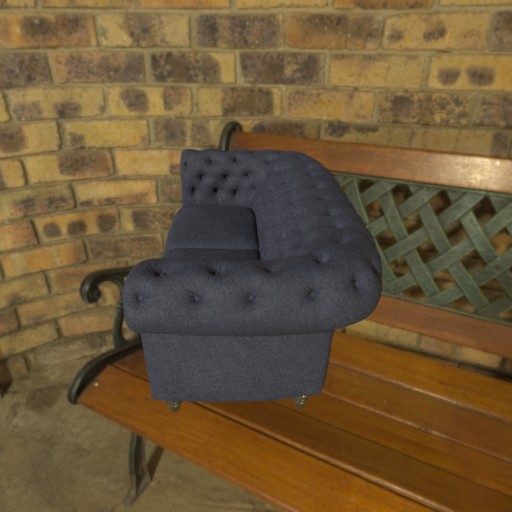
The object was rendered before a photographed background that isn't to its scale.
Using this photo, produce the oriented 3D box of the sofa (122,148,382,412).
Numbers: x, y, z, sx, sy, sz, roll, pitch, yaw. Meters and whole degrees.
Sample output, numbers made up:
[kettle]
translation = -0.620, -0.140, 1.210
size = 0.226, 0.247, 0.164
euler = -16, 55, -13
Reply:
[sofa]
translation = 0.000, 0.000, 2.564
size = 1.082, 0.833, 1.988
euler = -1, 27, -2
